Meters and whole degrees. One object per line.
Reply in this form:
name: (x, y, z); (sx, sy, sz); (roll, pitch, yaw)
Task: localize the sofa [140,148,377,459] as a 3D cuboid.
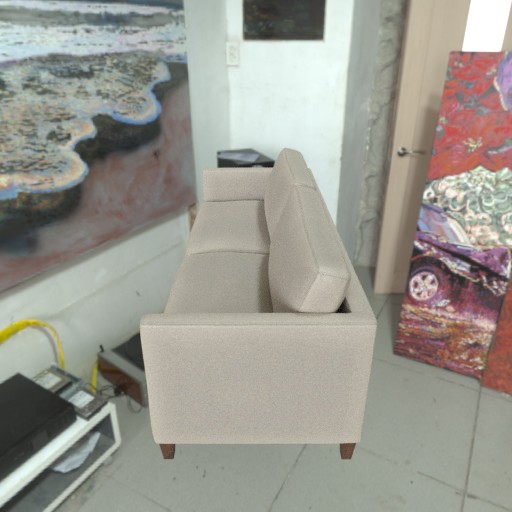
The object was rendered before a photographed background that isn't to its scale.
sofa: (0.000, 0.000, 2.847); (0.951, 0.968, 2.361); (0, 26, 0)
